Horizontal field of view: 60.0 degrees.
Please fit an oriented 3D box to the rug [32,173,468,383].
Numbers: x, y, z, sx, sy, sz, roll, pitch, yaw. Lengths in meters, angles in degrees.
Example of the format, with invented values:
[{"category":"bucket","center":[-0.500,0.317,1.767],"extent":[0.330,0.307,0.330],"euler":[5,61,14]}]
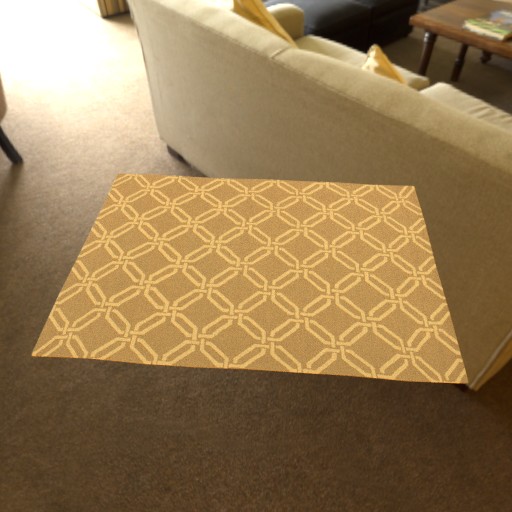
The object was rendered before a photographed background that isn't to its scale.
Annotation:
[{"category":"rug","center":[0.000,0.000,2.655],"extent":[2.135,0.013,1.524],"euler":[3,47,3]}]
